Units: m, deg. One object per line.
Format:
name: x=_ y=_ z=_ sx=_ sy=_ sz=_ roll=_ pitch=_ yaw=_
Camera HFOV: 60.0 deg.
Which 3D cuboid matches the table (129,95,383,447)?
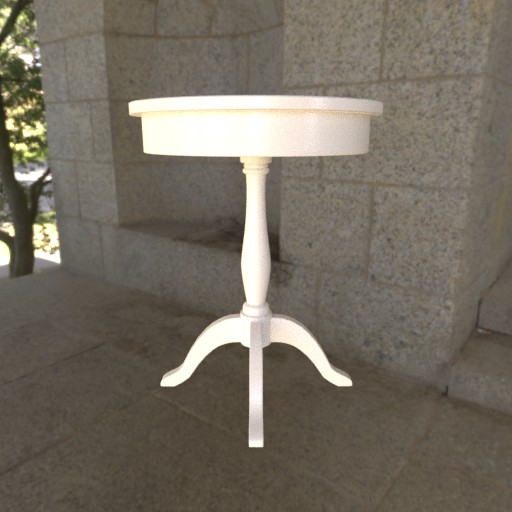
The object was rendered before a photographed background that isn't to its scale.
table: x=0.000 y=0.000 z=1.010 sx=0.513 sy=0.653 sz=0.513 roll=0 pitch=15 yaw=0
